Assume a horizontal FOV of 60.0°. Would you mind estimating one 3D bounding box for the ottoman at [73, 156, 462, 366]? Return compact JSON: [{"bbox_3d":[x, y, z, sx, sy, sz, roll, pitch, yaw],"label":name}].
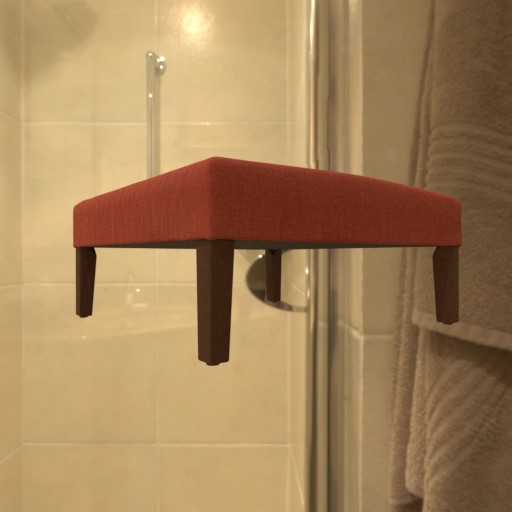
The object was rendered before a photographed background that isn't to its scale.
[{"bbox_3d":[0.000,0.000,1.413,0.890,0.411,0.889,0,0,-37],"label":"ottoman"}]
